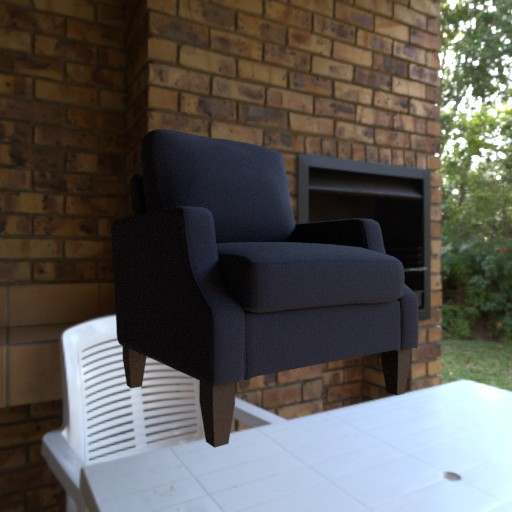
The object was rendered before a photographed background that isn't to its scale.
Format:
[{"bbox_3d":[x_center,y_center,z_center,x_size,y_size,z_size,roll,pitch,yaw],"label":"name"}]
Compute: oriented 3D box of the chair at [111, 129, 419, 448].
[{"bbox_3d":[0.000,0.000,1.675,0.855,0.991,0.897,0,0,-35],"label":"chair"}]
